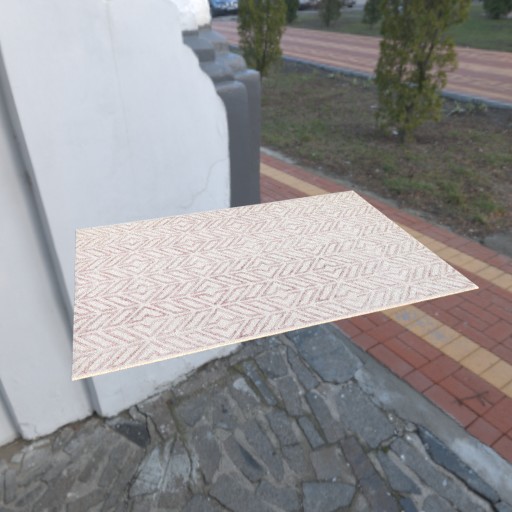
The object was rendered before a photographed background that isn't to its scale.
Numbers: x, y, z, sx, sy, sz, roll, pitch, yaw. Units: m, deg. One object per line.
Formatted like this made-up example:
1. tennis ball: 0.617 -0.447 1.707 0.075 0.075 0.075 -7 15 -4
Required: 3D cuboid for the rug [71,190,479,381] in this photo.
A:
1. rug: 0.000 0.000 2.352 1.828 0.007 1.220 -10 33 -16
